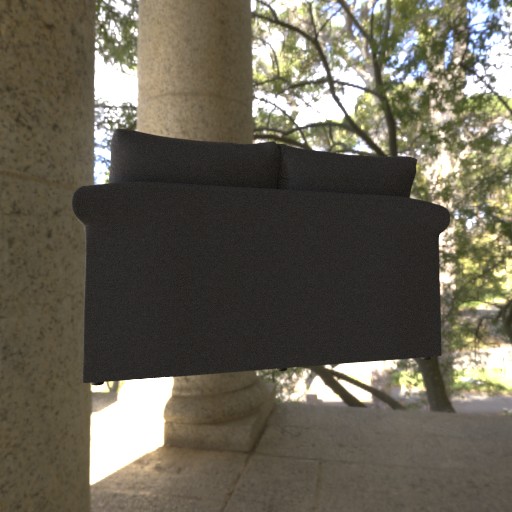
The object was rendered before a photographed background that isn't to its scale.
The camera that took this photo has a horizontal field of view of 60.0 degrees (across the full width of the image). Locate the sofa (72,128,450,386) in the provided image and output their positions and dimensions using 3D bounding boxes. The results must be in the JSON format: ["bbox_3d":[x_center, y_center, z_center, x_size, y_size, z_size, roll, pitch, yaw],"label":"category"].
[{"bbox_3d":[0.000,0.000,1.963,1.460,0.872,0.741,0,-1,-18],"label":"sofa"}]
